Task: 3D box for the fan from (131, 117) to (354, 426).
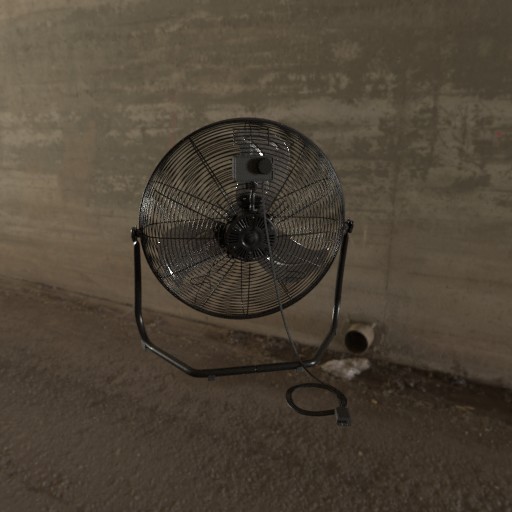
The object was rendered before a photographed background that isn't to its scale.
[{"bbox_3d":[0.000,0.000,0.999,0.595,0.605,0.470,-3,15,-10],"label":"fan"}]
